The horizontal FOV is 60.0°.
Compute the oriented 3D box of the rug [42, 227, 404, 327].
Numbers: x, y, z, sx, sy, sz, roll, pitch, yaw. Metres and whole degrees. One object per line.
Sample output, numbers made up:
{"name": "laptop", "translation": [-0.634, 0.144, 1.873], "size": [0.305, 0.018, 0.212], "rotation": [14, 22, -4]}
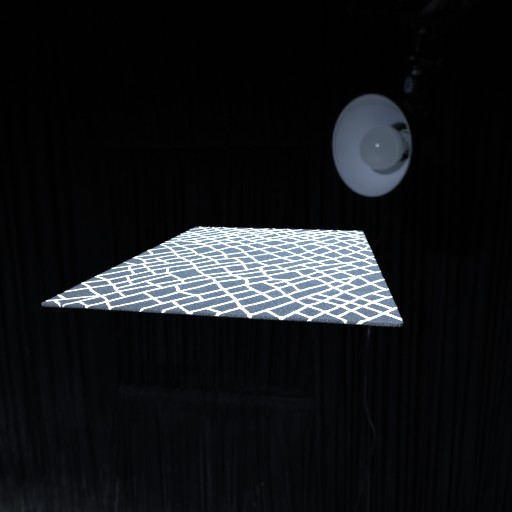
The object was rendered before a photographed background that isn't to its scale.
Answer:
{"name": "rug", "translation": [0.000, 0.000, 2.324], "size": [1.223, 0.013, 1.830], "rotation": [2, 12, 9]}
